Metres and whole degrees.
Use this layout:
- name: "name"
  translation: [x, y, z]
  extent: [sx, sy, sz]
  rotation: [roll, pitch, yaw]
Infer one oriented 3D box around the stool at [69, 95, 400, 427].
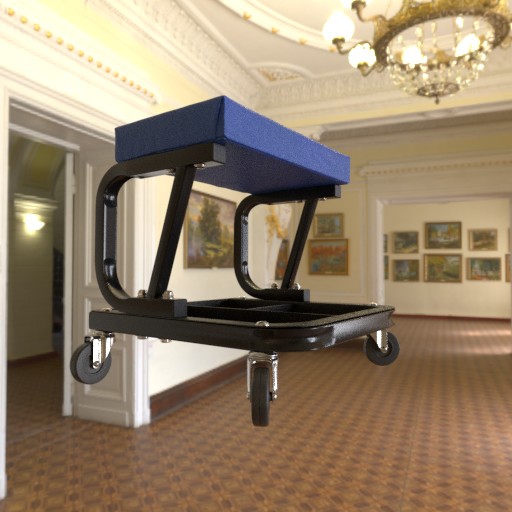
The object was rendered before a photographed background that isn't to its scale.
- name: "stool"
  translation: [0.000, 0.000, 0.721]
  extent: [0.371, 0.380, 0.446]
  rotation: [-1, -2, 36]
